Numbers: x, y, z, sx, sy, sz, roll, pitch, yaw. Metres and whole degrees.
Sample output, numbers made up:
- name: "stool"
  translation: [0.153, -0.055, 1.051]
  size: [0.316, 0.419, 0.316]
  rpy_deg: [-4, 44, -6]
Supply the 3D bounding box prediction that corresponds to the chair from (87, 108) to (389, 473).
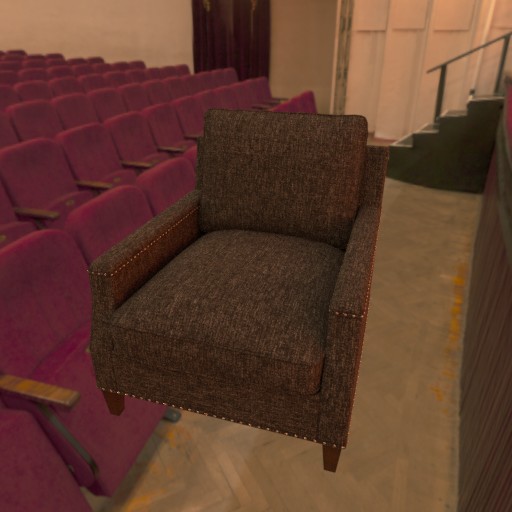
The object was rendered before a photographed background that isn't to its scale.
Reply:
- name: "chair"
  translation: [0.000, 0.000, 1.656]
  size: [0.853, 0.943, 1.014]
  rpy_deg: [8, 27, 16]
